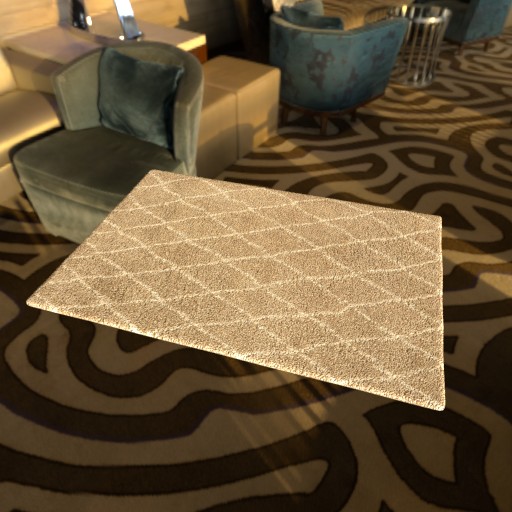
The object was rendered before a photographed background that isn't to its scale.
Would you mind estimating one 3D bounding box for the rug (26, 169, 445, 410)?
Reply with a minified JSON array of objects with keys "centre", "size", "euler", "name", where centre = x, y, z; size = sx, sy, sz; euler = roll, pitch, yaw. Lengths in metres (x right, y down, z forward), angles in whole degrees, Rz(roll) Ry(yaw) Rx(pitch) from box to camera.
[{"centre":[0.000,0.000,2.216],"size":[1.778,0.030,1.219],"euler":[11,42,13],"name":"rug"}]
